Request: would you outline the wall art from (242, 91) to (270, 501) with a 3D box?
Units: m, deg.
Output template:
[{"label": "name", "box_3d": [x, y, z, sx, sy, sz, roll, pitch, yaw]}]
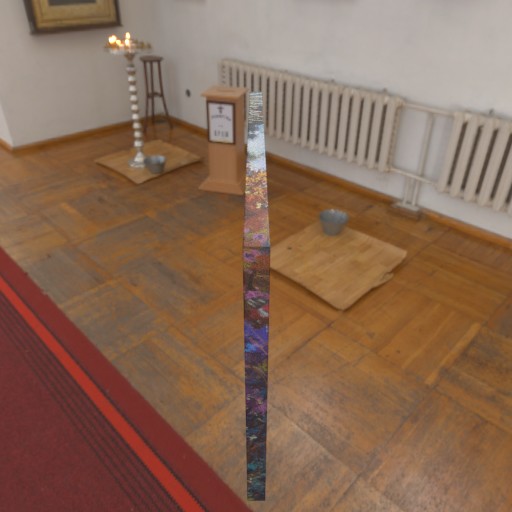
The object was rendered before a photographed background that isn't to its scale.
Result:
[{"label": "wall art", "box_3d": [0.000, 0.000, 1.124, 0.037, 0.604, 0.908, 0, 32, 0]}]
